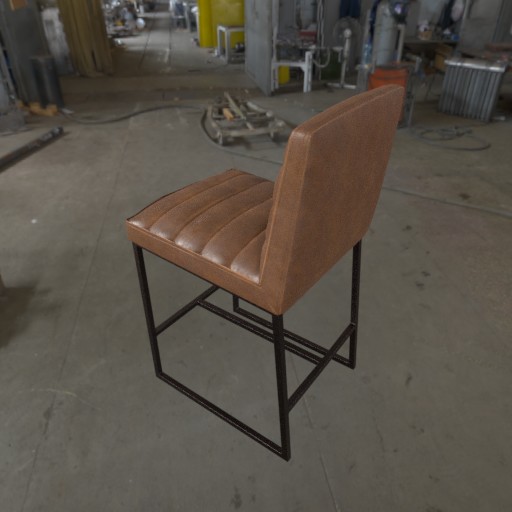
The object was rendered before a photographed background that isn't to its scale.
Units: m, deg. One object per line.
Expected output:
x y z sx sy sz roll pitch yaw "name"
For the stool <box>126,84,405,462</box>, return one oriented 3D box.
0.000 0.000 1.263 0.562 0.942 0.463 22 39 29 "stool"
